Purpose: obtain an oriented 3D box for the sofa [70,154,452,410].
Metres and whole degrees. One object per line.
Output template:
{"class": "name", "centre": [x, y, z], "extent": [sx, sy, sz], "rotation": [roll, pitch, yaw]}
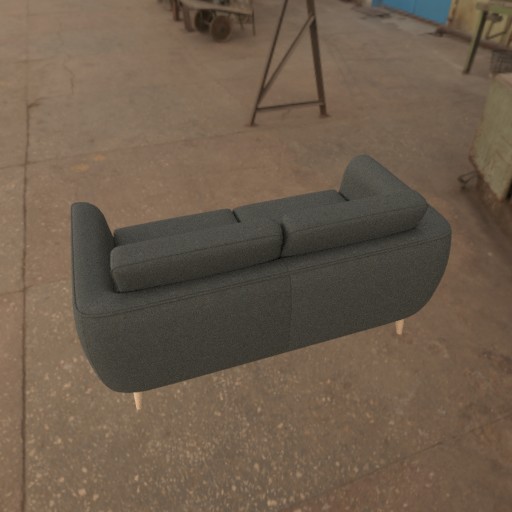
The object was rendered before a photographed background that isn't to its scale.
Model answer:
{"class": "sofa", "centre": [0.000, 0.000, 2.225], "extent": [1.700, 0.850, 0.920], "rotation": [-12, 41, -14]}
